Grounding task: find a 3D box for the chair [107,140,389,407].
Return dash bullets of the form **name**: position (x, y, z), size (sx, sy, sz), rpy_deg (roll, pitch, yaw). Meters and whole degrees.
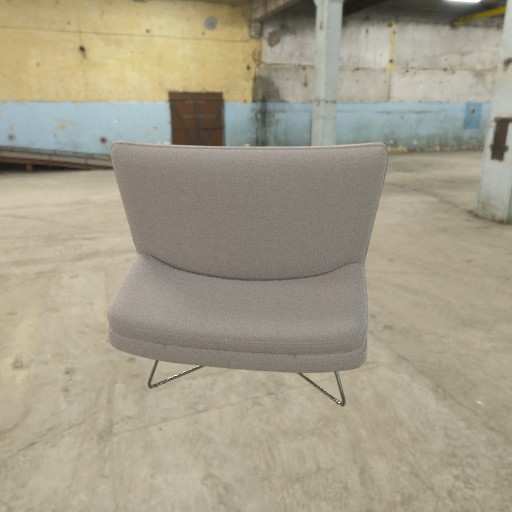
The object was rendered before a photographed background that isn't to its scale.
- **chair**: position (0.000, 0.000, 1.669), size (0.859, 0.855, 1.008), rpy_deg (3, 17, 8)
